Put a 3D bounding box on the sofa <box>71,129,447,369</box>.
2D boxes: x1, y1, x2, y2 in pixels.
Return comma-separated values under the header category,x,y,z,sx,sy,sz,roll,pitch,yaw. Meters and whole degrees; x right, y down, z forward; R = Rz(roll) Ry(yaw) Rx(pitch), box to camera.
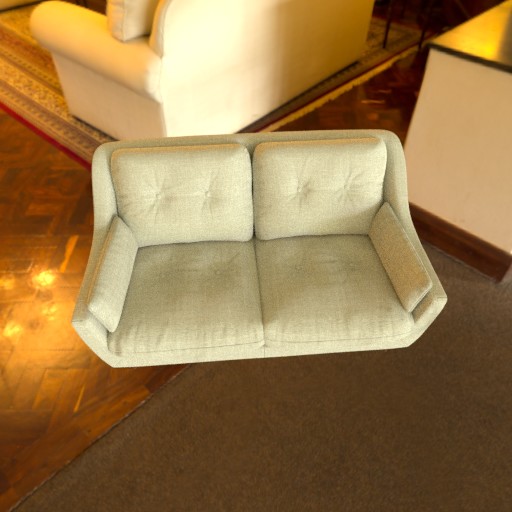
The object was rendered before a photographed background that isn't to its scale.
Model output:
category,x,y,z,sx,sy,sz,roll,pitch,yaw
sofa,0.000,0.000,2.288,1.652,0.888,0.965,-3,46,-3
